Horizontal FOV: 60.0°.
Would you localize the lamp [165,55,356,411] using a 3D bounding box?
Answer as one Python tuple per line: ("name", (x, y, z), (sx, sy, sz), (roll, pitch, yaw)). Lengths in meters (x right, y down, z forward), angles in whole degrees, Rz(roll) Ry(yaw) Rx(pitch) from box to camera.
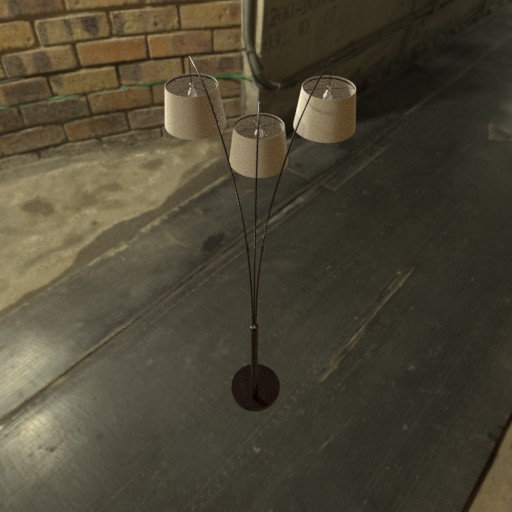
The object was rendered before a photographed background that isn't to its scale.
("lamp", (0.000, 0.000, 2.475), (0.951, 1.950, 0.924), (3, 46, 2))
